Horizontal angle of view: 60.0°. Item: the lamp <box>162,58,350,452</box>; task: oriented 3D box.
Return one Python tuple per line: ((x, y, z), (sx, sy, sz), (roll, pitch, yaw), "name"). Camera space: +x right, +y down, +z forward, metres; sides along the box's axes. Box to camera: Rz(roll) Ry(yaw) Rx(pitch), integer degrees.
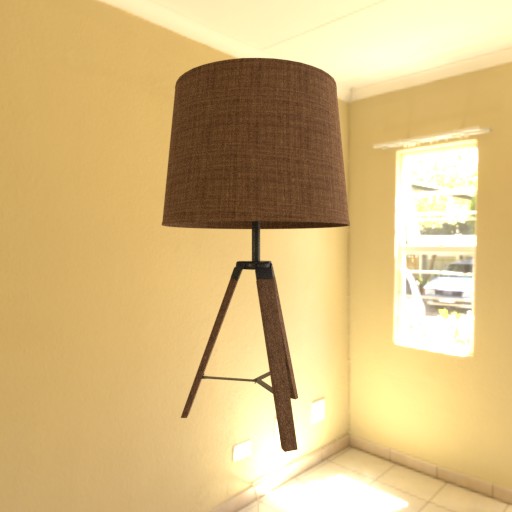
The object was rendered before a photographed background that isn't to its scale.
((0.000, 0.000, 0.698), (0.290, 0.514, 0.290), (0, 1, 0), "lamp")
